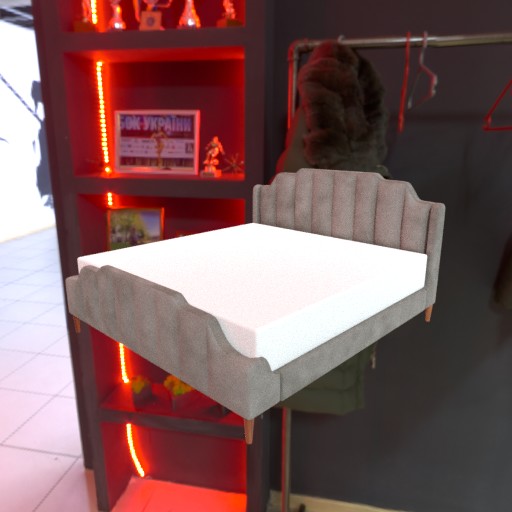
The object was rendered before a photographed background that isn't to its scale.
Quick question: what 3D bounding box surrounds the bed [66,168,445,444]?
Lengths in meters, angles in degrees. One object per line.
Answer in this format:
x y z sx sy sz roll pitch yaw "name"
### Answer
0.000 0.000 3.600 2.074 1.245 2.340 14 21 42 "bed"
